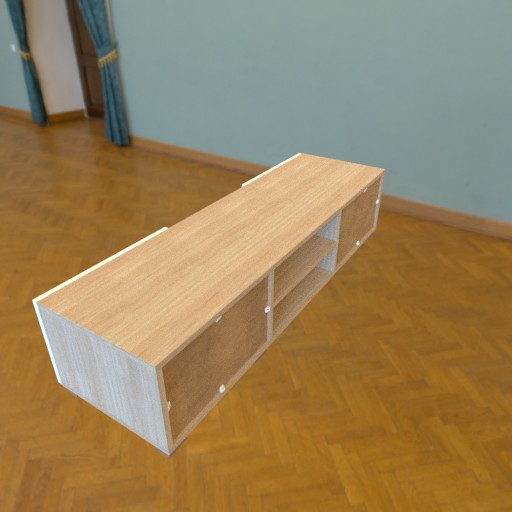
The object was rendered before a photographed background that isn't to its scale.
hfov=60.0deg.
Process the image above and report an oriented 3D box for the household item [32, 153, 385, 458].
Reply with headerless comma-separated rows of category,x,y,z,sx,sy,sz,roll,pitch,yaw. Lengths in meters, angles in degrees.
household item,0.000,0.000,1.586,0.420,0.310,1.400,18,35,28
